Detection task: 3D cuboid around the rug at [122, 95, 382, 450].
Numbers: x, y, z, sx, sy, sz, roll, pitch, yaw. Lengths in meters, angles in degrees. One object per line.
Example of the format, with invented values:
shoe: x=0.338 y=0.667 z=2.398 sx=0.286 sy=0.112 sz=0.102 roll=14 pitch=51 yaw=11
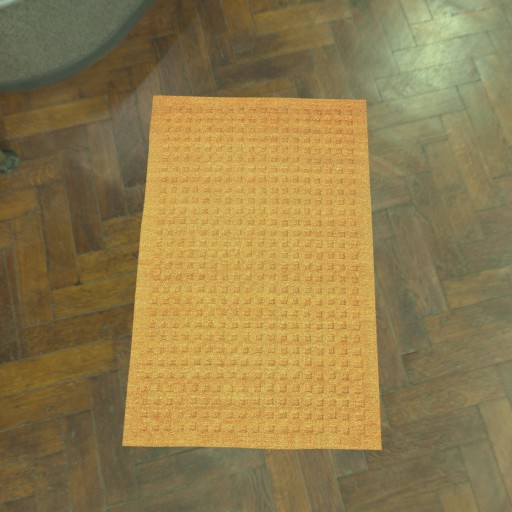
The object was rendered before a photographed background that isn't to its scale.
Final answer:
rug: x=0.000 y=0.000 z=2.162 sx=1.143 sy=0.006 sz=1.747 roll=1 pitch=76 yaw=0
